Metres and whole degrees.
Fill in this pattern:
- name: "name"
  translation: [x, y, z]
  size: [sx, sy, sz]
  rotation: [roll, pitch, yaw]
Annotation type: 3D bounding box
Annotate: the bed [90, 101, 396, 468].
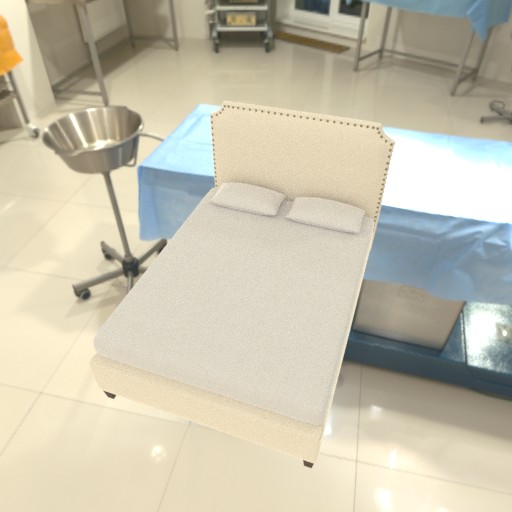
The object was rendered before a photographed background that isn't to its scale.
- name: "bed"
  translation: [0.000, 0.000, 3.565]
  size: [1.712, 1.497, 2.372]
  rotation: [13, 43, 15]
